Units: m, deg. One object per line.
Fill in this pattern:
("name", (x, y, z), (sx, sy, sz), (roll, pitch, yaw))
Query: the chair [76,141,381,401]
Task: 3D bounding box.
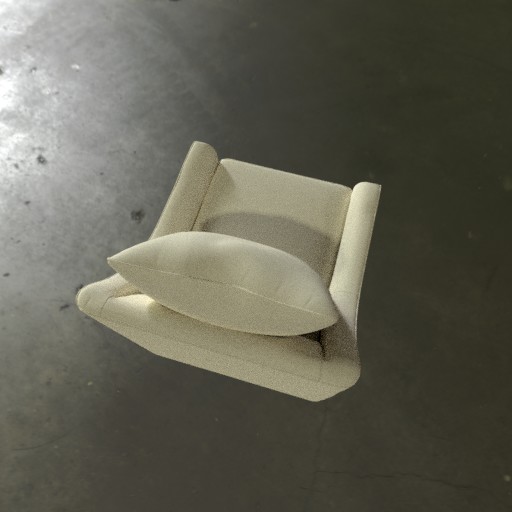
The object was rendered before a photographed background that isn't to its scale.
("chair", (0.000, 0.000, 1.578), (0.756, 0.965, 0.876), (15, 65, 7))
